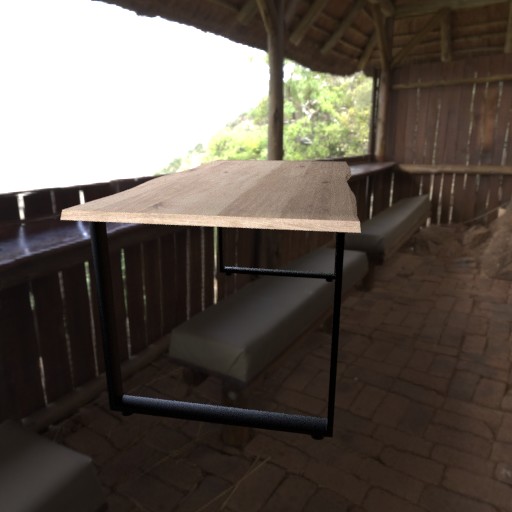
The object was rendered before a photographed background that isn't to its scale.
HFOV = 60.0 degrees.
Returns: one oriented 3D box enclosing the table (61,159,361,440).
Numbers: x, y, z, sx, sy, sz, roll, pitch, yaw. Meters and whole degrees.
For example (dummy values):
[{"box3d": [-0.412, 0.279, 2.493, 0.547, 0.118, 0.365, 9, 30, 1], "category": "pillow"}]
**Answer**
[{"box3d": [0.000, 0.000, 2.205, 0.900, 0.780, 1.800, 3, 17, 10], "category": "table"}]
